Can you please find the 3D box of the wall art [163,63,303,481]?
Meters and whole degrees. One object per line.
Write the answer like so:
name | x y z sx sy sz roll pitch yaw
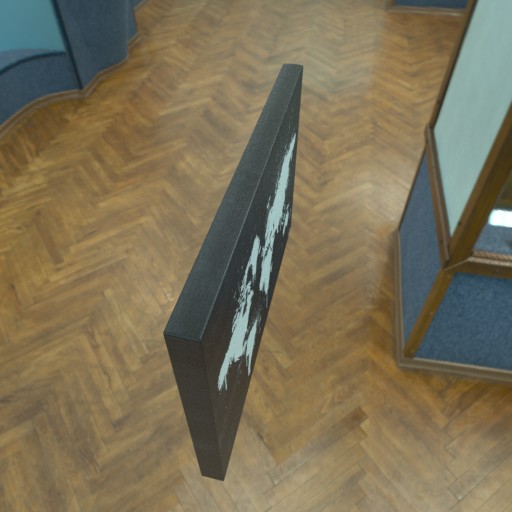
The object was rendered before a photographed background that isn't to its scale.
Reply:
wall art | 0.000 0.000 0.763 0.038 0.409 0.610 10 47 9
